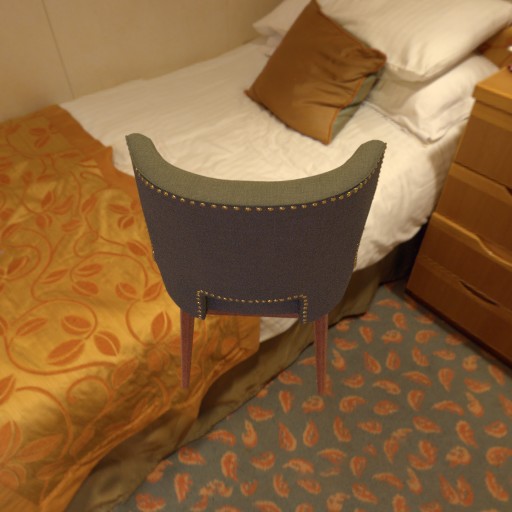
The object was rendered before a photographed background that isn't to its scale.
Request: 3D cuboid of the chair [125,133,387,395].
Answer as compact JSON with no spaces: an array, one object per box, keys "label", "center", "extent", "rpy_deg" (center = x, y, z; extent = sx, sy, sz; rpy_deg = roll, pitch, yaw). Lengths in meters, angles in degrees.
[{"label":"chair","center":[0.000,0.000,1.274],"extent":[0.595,0.863,0.581],"rpy_deg":[2,46,2]}]
